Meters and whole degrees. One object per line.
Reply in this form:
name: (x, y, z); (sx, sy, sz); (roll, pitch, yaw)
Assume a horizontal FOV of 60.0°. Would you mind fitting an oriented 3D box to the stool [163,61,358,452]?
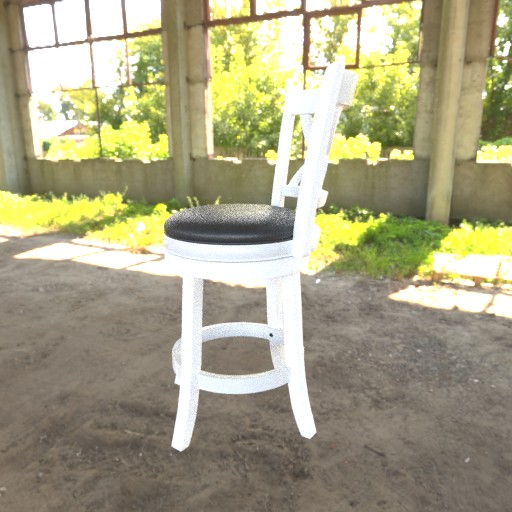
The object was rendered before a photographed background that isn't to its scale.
stool: (0.000, 0.000, 1.250); (0.508, 0.953, 0.444); (-2, 14, -9)
